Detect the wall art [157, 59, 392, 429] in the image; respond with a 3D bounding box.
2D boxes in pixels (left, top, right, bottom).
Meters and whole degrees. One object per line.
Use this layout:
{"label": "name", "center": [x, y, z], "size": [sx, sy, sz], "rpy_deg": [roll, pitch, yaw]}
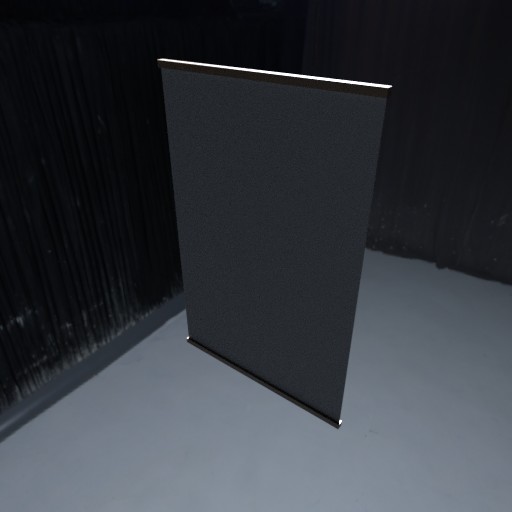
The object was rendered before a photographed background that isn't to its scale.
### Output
{"label": "wall art", "center": [0.000, 0.000, 1.950], "size": [0.990, 1.519, 0.030], "rpy_deg": [21, 37, 31]}
